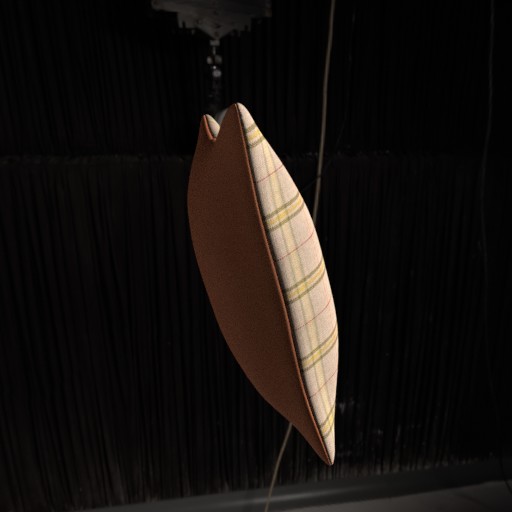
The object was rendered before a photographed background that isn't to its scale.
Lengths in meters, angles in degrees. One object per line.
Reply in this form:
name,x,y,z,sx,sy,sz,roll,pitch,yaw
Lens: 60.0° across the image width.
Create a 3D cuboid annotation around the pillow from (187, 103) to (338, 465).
pillow,0.000,0.000,0.688,0.200,0.430,0.453,-3,16,-10
